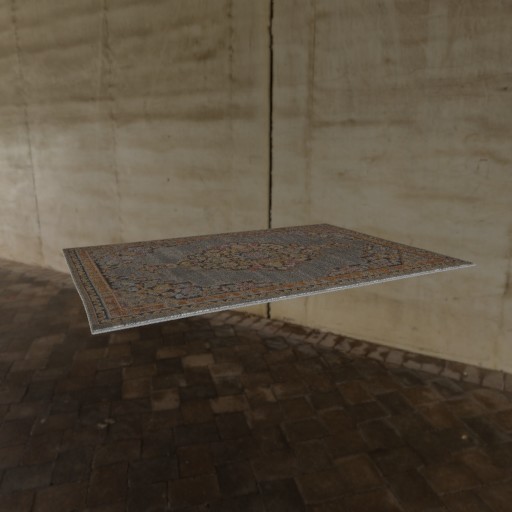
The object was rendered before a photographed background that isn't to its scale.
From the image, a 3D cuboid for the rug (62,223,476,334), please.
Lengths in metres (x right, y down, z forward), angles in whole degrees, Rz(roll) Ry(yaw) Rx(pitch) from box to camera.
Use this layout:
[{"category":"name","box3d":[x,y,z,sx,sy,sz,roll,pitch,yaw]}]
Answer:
[{"category":"rug","box3d":[0.000,0.000,3.757,2.901,0.026,2.043,-7,16,-26]}]
